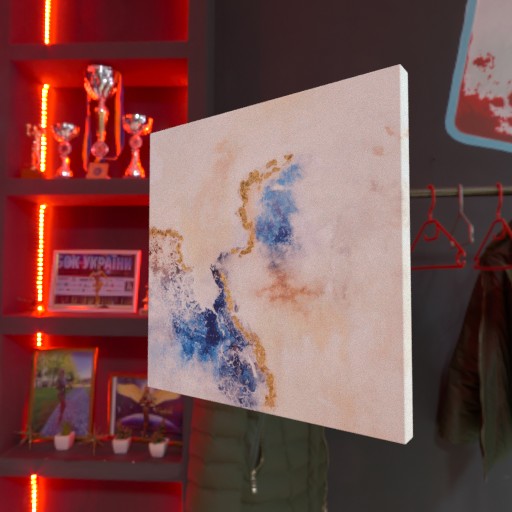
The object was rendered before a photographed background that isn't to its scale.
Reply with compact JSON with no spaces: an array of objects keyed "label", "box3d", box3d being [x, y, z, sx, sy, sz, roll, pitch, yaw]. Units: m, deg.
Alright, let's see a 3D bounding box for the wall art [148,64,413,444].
[{"label":"wall art","box3d":[0.000,0.000,1.572,1.061,1.061,0.071,-2,-3,36]}]
